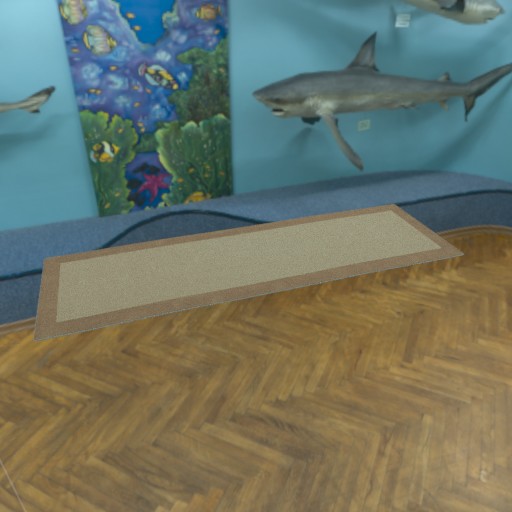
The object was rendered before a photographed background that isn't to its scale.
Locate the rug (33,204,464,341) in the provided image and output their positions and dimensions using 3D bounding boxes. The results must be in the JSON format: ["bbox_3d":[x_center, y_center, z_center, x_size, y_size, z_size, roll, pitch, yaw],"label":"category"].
[{"bbox_3d":[0.000,0.000,2.686,2.430,0.012,0.767,-10,33,-16],"label":"rug"}]
